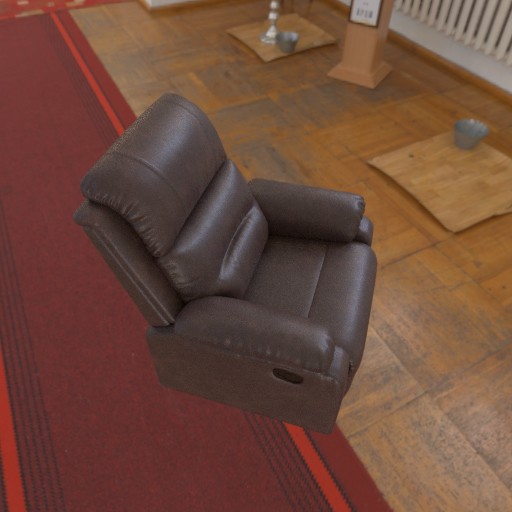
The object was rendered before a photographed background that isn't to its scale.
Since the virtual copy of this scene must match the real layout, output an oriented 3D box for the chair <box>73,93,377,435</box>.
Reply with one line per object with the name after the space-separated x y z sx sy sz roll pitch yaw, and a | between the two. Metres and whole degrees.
0.000 0.000 1.674 0.919 0.992 0.855 13 47 12 | chair
